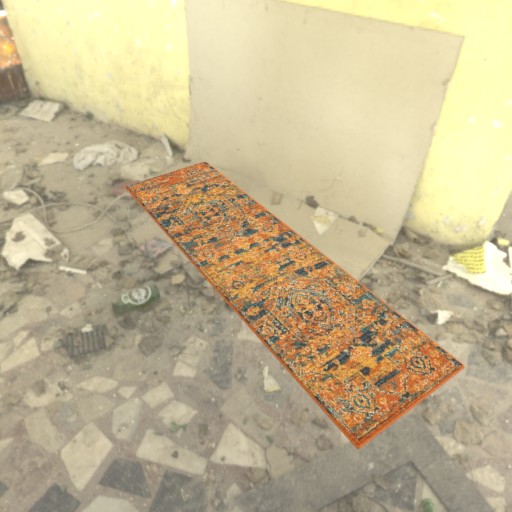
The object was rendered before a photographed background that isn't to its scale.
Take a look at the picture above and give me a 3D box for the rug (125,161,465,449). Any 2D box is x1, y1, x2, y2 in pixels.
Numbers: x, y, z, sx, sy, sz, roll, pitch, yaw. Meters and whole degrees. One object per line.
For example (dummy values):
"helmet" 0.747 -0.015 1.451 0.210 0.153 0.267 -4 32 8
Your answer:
"rug" 0.000 0.000 2.505 0.651 0.016 2.274 -24 46 -26
